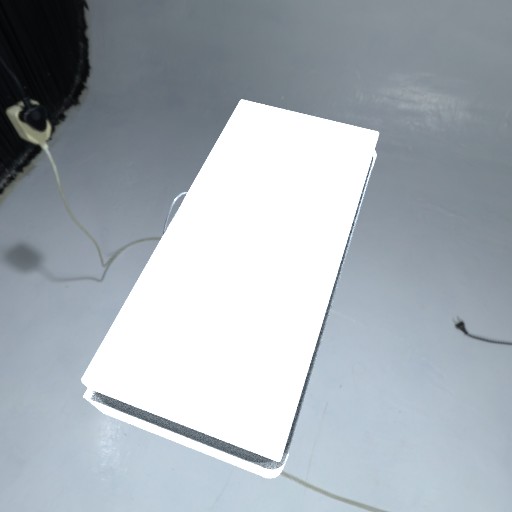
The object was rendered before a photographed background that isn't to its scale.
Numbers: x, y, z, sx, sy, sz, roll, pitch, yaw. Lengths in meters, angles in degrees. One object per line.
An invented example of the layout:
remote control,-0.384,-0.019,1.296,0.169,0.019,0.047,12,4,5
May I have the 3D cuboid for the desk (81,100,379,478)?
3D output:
desk,0.000,0.000,2.335,0.900,0.526,1.900,17,59,10
